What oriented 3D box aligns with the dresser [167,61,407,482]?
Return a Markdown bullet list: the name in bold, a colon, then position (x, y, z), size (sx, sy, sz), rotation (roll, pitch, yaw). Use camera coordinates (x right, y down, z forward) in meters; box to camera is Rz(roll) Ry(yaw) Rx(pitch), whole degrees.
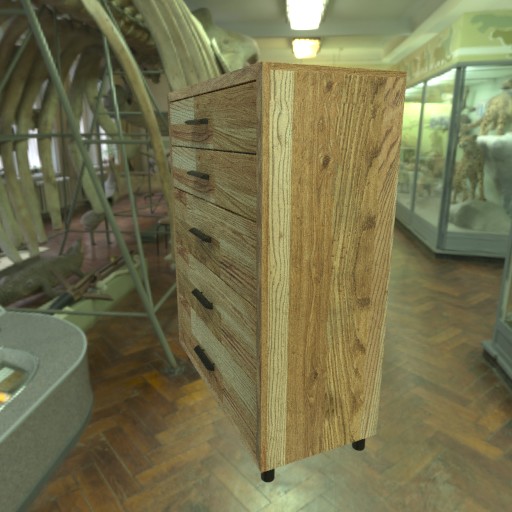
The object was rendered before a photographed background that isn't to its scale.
- **dresser**: position (0.000, 0.000, 1.715), size (0.480, 1.243, 0.966), rotation (-7, 17, -23)
